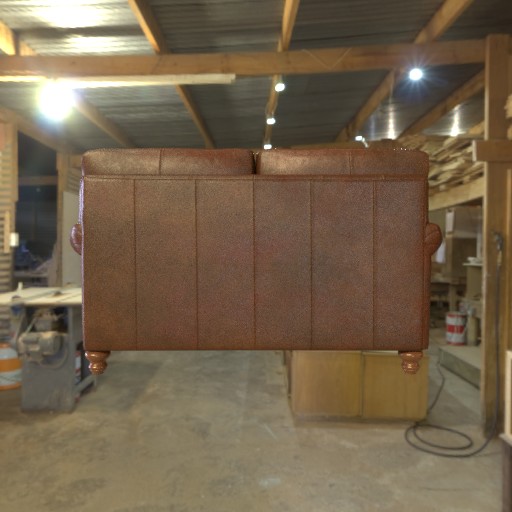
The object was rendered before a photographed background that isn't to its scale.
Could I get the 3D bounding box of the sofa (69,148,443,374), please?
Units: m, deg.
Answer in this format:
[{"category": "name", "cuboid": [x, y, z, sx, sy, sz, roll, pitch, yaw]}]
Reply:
[{"category": "sofa", "cuboid": [0.000, 0.000, 2.291, 1.616, 0.976, 0.990, 0, 1, 0]}]
